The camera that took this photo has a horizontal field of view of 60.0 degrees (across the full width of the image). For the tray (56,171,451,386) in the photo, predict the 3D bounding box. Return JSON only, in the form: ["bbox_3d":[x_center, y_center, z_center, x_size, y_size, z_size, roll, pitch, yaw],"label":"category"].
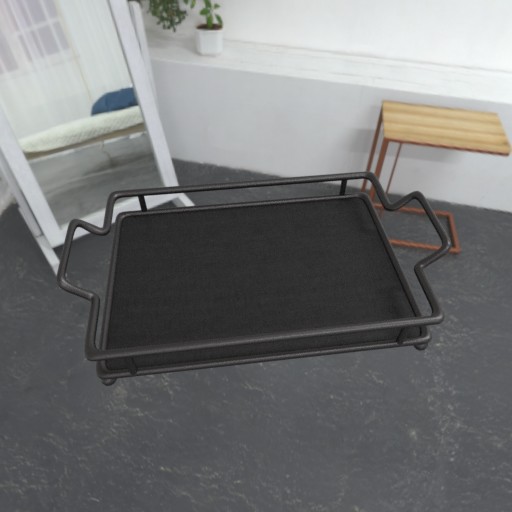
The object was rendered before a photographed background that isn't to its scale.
[{"bbox_3d":[0.000,0.000,0.617,0.495,0.101,0.297,-5,48,-5],"label":"tray"}]
